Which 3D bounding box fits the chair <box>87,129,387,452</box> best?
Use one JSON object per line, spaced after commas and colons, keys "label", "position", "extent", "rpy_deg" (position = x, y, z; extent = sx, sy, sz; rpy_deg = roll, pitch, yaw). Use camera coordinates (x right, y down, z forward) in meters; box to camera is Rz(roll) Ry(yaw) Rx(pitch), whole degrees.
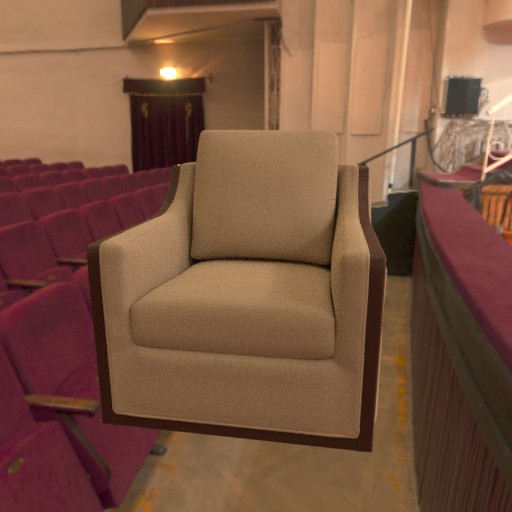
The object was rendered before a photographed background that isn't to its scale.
{"label": "chair", "position": [0.000, 0.000, 1.671], "extent": [0.870, 0.930, 0.950], "rpy_deg": [2, 15, 9]}
